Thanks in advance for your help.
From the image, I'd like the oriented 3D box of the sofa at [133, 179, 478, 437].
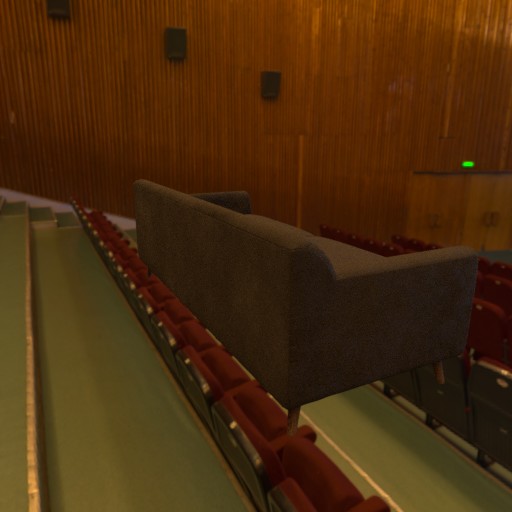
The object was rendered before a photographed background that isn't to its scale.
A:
[{"bbox_3d":[0.000,0.000,2.554,0.900,0.740,2.190,-8,17,-26],"label":"sofa"}]
